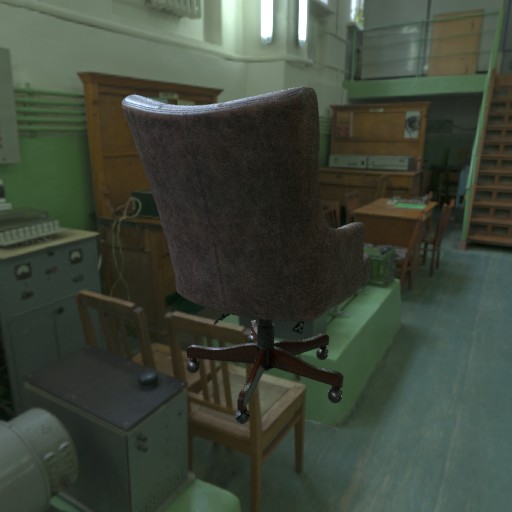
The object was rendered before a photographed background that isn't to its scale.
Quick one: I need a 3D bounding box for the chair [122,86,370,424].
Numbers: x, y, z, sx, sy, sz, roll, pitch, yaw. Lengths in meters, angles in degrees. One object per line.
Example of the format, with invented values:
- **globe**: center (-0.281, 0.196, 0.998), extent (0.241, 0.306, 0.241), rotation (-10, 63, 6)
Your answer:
- **chair**: center (0.000, 0.000, 1.531), extent (0.641, 1.035, 0.762), rotation (8, 18, 26)
